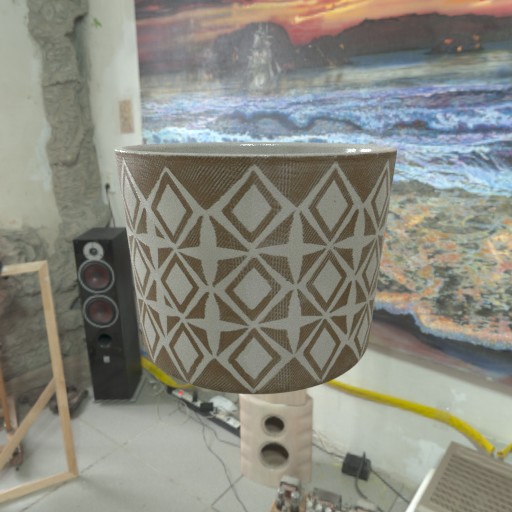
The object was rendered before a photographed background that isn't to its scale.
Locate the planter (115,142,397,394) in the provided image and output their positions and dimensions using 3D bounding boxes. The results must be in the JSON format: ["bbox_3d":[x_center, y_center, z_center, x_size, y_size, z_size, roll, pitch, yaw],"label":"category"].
[{"bbox_3d":[0.000,0.000,0.457,0.260,0.220,0.260,0,16,0],"label":"planter"}]
